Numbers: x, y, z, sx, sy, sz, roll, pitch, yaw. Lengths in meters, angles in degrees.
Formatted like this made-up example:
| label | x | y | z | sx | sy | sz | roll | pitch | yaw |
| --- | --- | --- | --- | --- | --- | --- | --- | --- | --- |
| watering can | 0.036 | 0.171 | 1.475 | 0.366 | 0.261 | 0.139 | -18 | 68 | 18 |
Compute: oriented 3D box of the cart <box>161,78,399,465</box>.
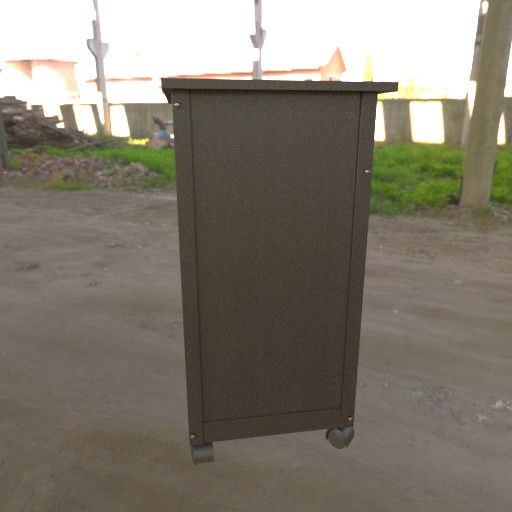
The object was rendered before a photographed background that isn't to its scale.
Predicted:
| label | x | y | z | sx | sy | sz | roll | pitch | yaw |
| --- | --- | --- | --- | --- | --- | --- | --- | --- | --- |
| cart | 0.000 | 0.000 | 1.264 | 0.456 | 0.879 | 0.660 | -3 | 17 | -9 |
